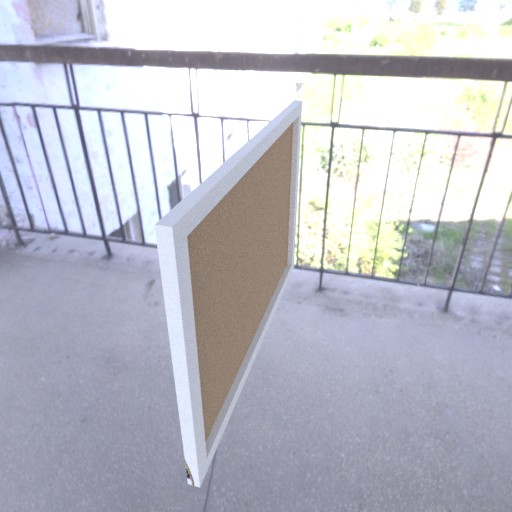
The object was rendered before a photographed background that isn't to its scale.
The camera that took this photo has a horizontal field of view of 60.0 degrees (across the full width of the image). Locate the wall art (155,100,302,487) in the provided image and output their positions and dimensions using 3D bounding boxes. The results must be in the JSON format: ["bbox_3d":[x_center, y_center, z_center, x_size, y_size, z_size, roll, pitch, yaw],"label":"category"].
[{"bbox_3d":[0.000,0.000,1.450,0.038,0.767,1.144,9,32,14],"label":"wall art"}]
